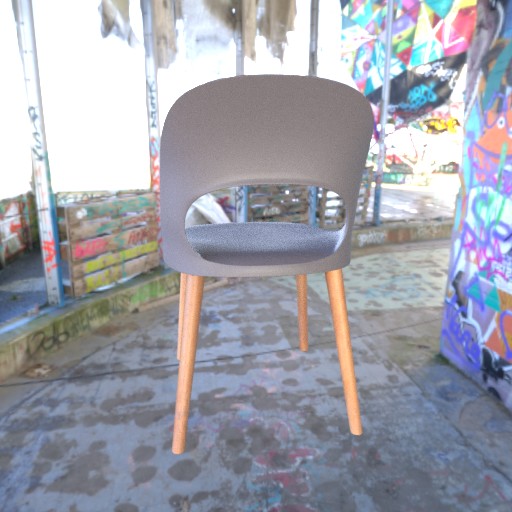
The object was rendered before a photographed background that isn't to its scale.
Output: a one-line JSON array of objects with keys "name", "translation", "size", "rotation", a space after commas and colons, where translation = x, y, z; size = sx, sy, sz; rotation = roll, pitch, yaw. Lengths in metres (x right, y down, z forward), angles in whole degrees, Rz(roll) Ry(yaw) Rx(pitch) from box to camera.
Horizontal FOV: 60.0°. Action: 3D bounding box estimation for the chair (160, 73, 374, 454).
[{"name": "chair", "translation": [0.000, 0.000, 1.142], "size": [0.470, 0.795, 0.556], "rotation": [-2, 14, -9]}]
